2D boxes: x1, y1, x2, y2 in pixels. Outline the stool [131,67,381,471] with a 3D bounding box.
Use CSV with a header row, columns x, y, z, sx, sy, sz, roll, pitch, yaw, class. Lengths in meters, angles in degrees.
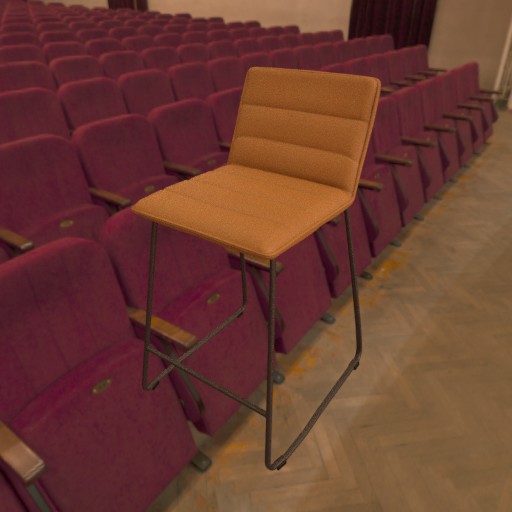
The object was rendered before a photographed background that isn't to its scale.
x,y,z,sx,sy,sz,roll,pitch,yaw,class
0.000,0.000,1.174,0.489,0.866,0.524,19,35,30,stool
